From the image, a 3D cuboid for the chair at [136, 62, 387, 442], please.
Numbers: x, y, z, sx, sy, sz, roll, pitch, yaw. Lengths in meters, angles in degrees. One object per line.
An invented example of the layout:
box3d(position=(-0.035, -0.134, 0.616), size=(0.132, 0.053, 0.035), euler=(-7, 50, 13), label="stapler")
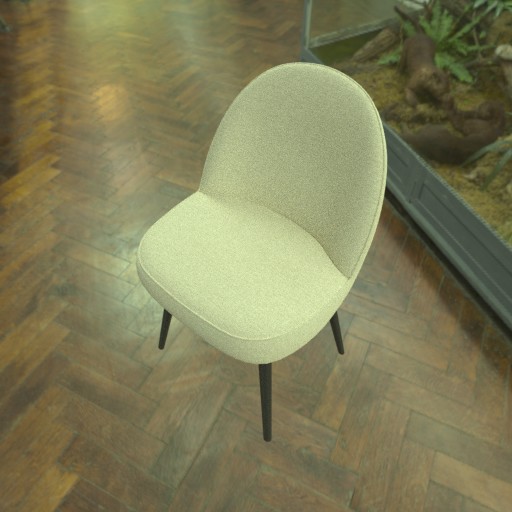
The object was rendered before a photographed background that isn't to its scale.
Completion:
box3d(position=(0.000, 0.000, 1.170), size=(0.532, 0.838, 0.540), euler=(32, 54, 27), label="chair")
